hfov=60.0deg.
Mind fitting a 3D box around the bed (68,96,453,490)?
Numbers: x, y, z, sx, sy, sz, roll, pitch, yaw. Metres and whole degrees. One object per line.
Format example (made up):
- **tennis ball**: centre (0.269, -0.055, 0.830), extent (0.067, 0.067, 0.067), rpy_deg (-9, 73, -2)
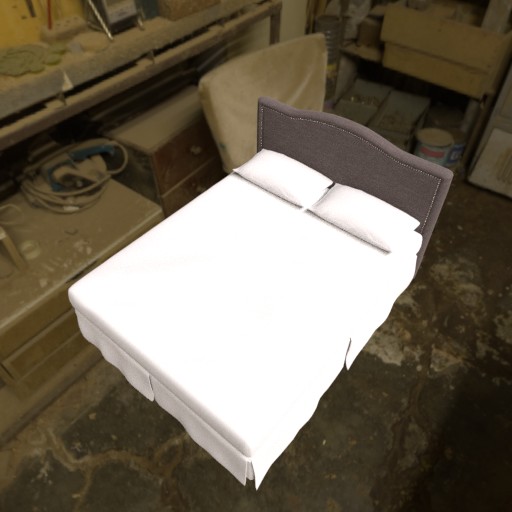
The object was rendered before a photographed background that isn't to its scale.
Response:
- **bed**: centre (0.000, 0.000, 3.871), extent (2.161, 1.457, 2.689), rpy_deg (31, 54, 26)
